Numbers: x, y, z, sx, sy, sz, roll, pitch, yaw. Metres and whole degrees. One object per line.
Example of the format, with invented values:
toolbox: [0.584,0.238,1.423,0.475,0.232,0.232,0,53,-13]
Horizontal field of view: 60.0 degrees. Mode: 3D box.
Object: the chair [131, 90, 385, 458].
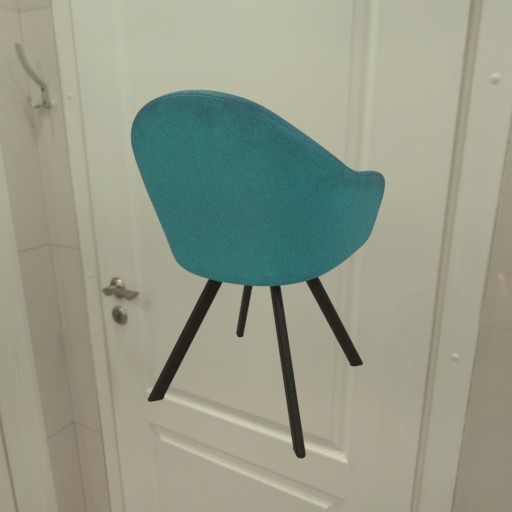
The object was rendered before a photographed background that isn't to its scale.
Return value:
chair: [0.000,0.000,1.154,0.540,0.780,0.570,9,18,28]
